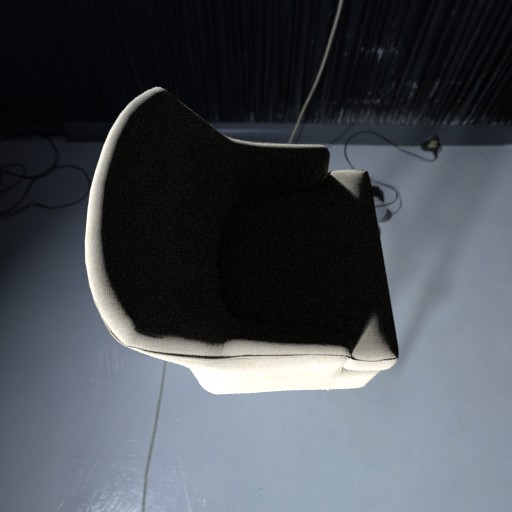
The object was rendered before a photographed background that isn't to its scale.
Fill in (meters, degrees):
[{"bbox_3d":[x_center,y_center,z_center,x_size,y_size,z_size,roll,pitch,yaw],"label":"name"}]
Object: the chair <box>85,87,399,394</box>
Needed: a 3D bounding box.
[{"bbox_3d":[0.000,0.000,1.573,0.923,0.856,0.864,-1,62,0],"label":"chair"}]
